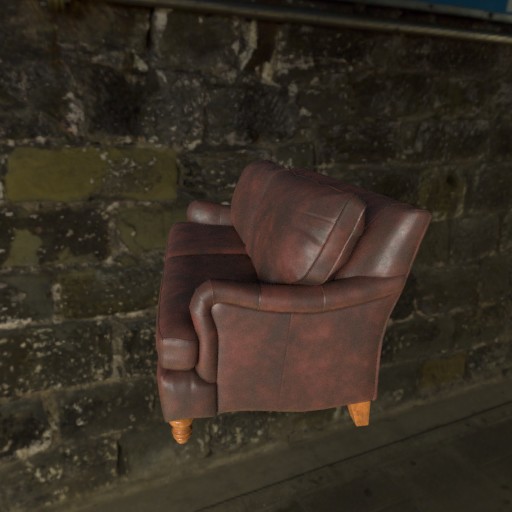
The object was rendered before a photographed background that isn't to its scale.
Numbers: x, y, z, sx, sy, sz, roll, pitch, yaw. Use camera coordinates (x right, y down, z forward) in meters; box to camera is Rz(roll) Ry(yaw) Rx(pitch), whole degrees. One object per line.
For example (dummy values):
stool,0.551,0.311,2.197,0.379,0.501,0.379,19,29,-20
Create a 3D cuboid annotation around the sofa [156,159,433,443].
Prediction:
sofa,0.000,0.000,2.785,1.147,1.071,2.144,-3,17,-9
